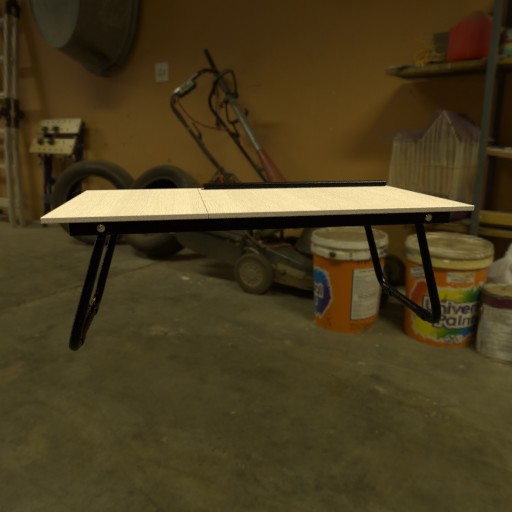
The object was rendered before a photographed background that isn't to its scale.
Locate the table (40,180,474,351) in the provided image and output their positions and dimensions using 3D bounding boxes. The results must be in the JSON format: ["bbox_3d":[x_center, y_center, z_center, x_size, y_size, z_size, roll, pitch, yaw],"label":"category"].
[{"bbox_3d":[0.000,0.000,0.825,0.644,0.242,0.322,-3,15,-10],"label":"table"}]
